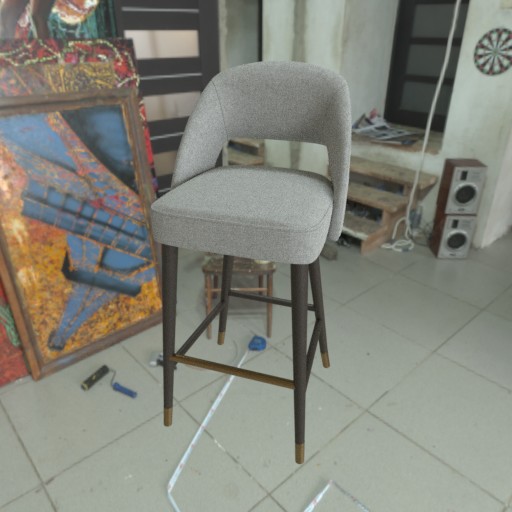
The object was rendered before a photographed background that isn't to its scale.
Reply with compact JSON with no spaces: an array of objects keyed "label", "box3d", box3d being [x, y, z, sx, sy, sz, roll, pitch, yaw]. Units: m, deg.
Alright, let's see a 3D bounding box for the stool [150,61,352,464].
[{"label":"stool","box3d":[0.000,0.000,1.317,0.494,1.037,0.509,9,28,16]}]
